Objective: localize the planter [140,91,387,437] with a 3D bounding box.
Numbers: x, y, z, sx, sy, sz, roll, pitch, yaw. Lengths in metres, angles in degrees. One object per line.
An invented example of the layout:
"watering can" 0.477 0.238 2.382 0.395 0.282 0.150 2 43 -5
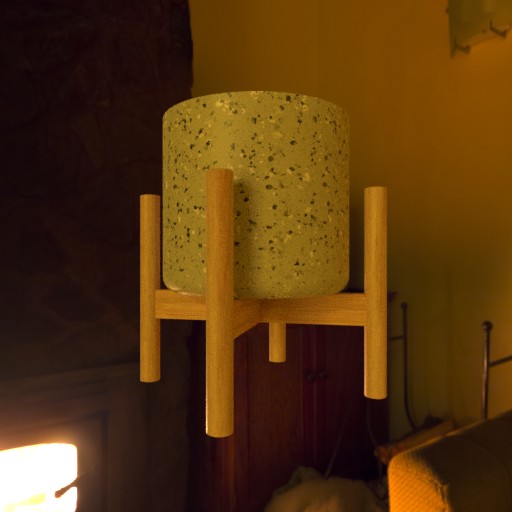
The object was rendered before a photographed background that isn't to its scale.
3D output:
"planter" 0.000 0.000 0.540 0.284 0.320 0.284 0 0 36
